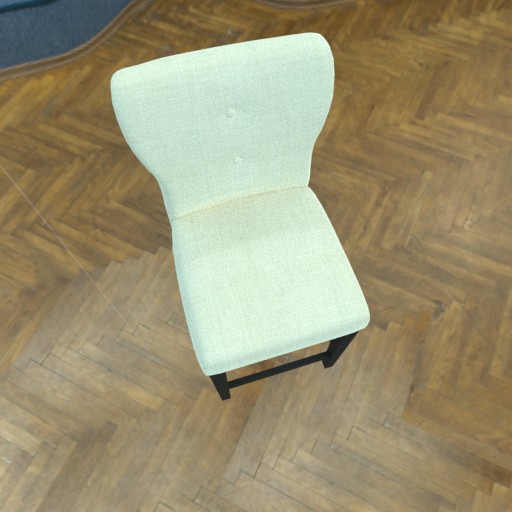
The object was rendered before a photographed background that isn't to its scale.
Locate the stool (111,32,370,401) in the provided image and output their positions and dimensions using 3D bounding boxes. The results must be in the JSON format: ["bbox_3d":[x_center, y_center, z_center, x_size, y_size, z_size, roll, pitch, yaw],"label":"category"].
[{"bbox_3d":[0.000,0.000,1.292,0.514,0.972,0.603,-15,64,-8],"label":"stool"}]
